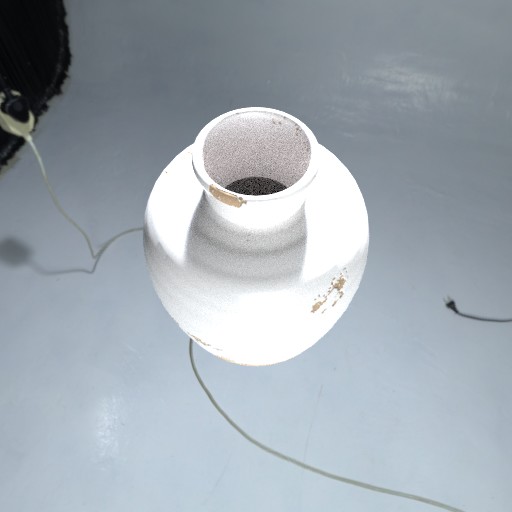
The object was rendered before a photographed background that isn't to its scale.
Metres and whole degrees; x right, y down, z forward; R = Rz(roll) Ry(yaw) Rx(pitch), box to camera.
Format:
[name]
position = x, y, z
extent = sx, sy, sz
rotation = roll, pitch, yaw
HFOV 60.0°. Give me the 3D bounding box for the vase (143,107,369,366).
[vase]
position = 0.000, 0.000, 0.340
extent = 0.158, 0.228, 0.158
rotation = 0, 60, 0
